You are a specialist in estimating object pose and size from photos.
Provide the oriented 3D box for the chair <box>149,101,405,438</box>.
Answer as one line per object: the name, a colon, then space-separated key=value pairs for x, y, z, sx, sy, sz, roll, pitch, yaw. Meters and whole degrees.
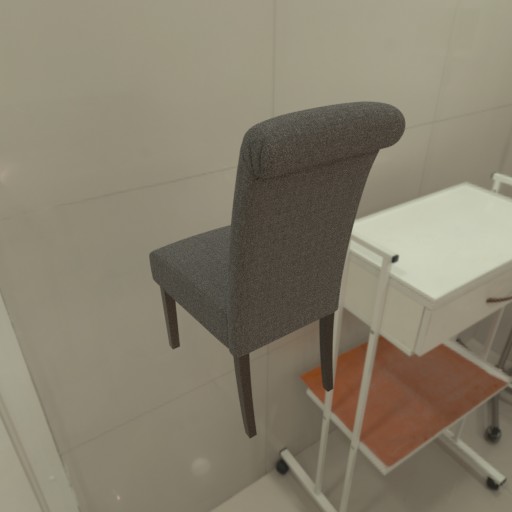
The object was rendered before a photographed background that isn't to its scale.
chair: x=0.000 y=0.000 z=1.396 sx=0.456 sy=1.006 sz=0.671 roll=-20 pitch=36 yaw=-30
